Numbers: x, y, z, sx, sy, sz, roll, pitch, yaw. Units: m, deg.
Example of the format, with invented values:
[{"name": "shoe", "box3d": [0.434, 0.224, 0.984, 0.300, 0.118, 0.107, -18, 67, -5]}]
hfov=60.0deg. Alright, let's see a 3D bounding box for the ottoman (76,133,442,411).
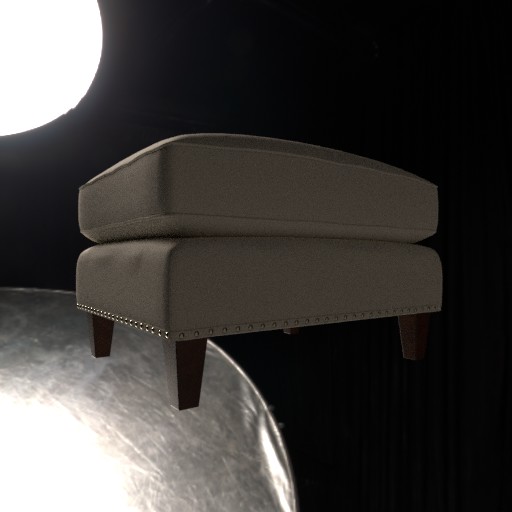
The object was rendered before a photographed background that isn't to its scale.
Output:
[{"name": "ottoman", "box3d": [0.000, 0.000, 1.125, 0.741, 0.513, 0.584, 0, -1, -35]}]
